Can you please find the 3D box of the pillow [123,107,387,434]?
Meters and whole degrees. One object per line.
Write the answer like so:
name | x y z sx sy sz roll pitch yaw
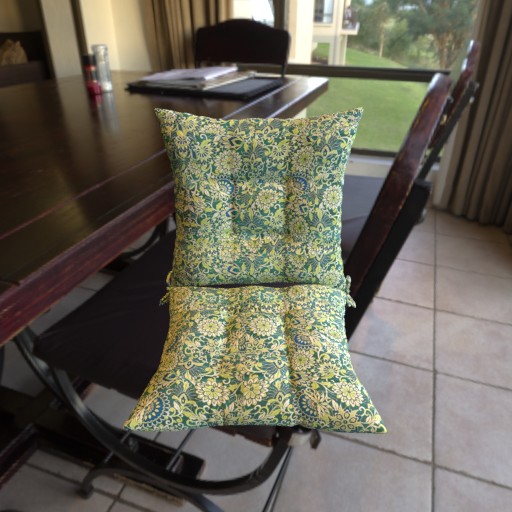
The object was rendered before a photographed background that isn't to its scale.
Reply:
pillow | 0.000 0.000 0.981 0.541 0.536 0.585 0 30 1
